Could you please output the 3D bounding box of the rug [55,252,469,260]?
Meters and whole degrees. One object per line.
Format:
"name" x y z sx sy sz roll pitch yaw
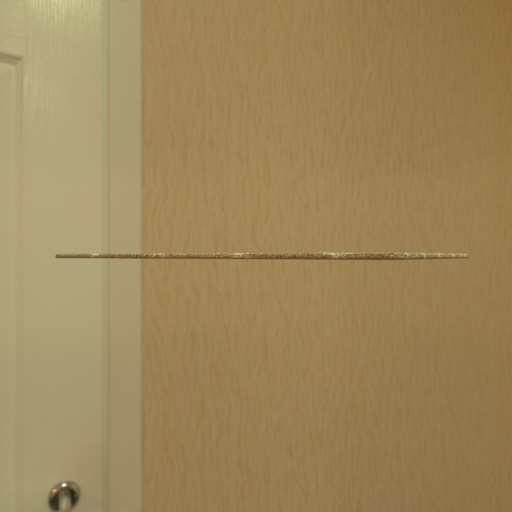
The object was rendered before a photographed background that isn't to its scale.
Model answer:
"rug" 0.000 0.000 3.059 2.438 0.030 1.524 0 0 36
